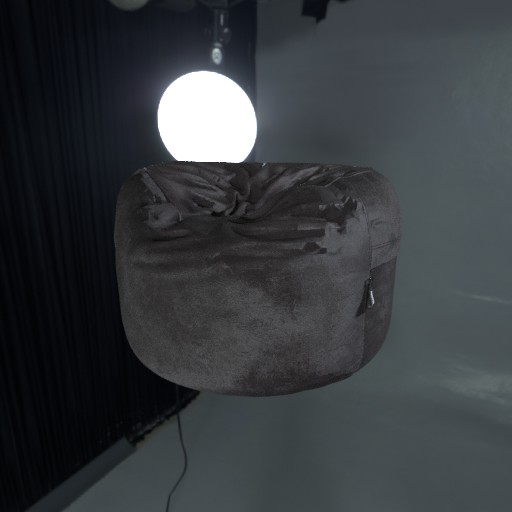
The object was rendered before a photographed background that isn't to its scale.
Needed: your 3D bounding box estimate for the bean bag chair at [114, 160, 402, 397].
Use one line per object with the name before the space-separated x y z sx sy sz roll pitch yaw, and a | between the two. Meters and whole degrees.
bean bag chair | 0.000 0.000 1.487 0.918 0.605 0.918 0 15 0
